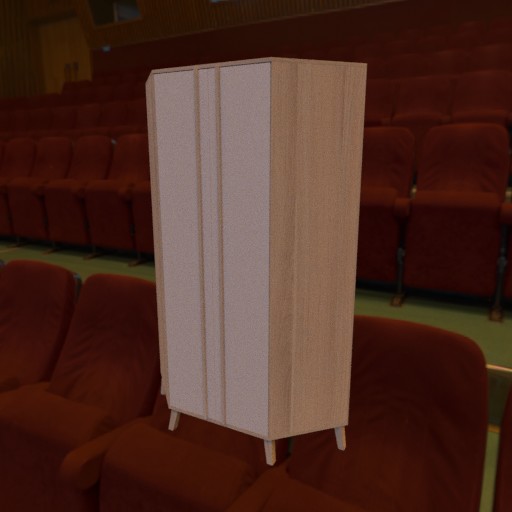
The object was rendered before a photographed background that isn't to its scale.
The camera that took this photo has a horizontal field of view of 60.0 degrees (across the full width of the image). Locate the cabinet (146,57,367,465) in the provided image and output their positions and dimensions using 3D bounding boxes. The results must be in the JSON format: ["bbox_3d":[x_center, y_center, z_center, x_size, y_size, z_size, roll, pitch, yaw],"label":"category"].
[{"bbox_3d":[0.000,0.000,2.611,1.272,1.957,0.969,7,15,27],"label":"cabinet"}]
